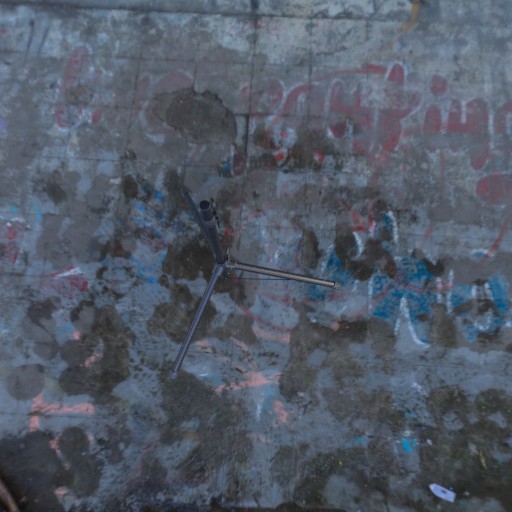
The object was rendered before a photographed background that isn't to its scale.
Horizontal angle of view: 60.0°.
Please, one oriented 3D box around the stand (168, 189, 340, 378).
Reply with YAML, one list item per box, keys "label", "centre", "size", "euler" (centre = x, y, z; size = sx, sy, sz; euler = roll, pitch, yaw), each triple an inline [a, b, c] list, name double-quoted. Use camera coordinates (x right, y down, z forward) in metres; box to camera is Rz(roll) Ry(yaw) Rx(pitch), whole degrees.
- label: "stand"
  centre: [0.000, 0.000, 1.874]
  size: [0.907, 1.136, 1.045]
  euler: [3, 75, 1]
